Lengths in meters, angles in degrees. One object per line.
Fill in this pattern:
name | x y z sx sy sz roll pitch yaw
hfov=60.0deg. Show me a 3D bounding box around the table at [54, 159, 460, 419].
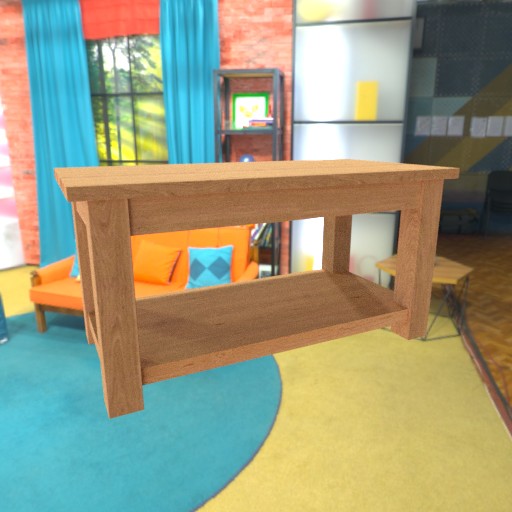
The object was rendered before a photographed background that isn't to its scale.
table | 0.000 0.000 1.157 0.899 0.452 0.450 -7 17 -25
